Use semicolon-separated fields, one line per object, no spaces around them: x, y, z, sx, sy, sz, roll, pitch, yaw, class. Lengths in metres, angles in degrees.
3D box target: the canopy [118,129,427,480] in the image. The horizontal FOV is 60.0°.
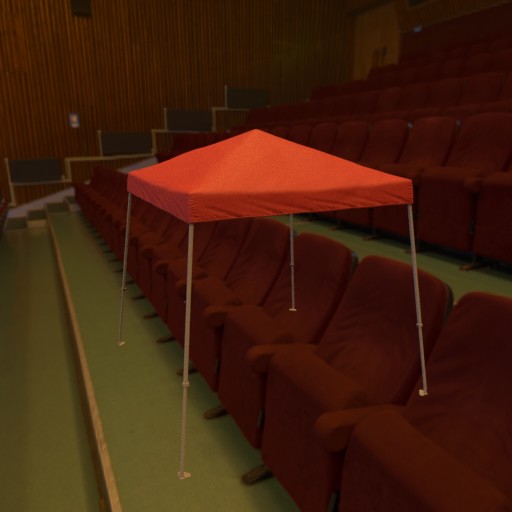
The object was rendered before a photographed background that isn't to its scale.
0.000;0.000;6.547;3.599;3.600;3.600;-7;17;-26;canopy
